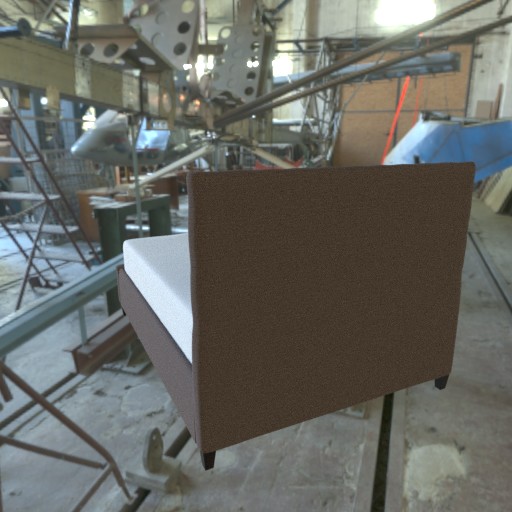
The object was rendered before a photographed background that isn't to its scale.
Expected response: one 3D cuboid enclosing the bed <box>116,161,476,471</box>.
[{"bbox_3d":[0.000,0.000,3.249,1.696,1.426,2.233,-7,17,-25],"label":"bed"}]
